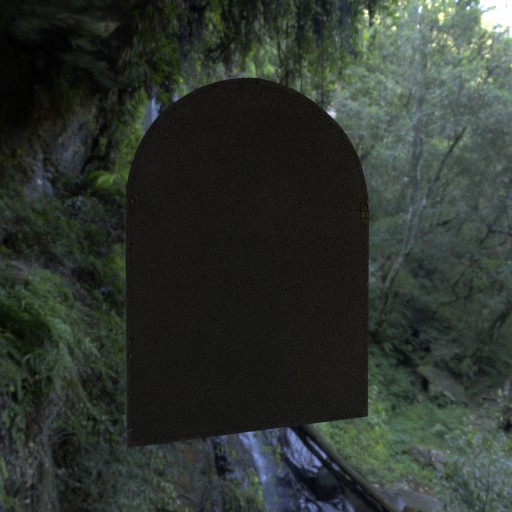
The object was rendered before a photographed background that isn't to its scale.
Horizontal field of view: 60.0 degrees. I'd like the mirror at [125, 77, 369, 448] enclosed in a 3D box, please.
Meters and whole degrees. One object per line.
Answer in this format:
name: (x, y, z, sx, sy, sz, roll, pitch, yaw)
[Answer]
mirror: (0.000, 0.000, 1.167, 0.660, 0.920, 0.032, 0, 1, -17)
